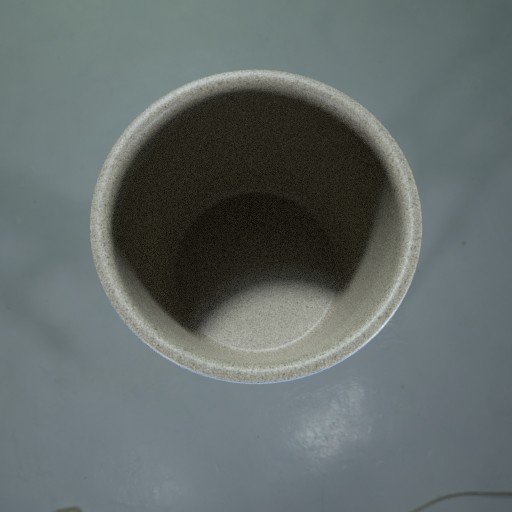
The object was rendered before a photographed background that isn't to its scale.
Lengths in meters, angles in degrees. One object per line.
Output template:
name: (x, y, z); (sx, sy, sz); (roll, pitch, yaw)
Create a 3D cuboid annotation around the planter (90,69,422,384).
planter: (0.000, 0.000, 0.350); (0.191, 0.200, 0.191); (0, 75, 0)
